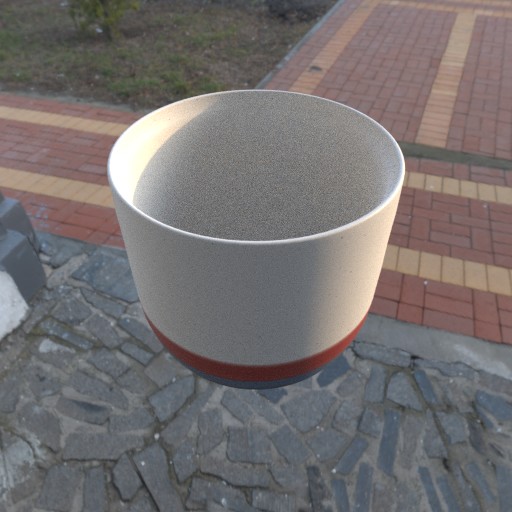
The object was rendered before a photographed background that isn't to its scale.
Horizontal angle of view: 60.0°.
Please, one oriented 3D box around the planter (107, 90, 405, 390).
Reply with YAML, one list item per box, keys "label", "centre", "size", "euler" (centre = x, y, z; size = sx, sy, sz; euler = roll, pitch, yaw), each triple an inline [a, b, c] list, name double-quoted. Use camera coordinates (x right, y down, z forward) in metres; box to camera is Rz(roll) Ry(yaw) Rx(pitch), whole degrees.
- label: "planter"
  centre: [0.000, 0.000, 0.498]
  size: [0.268, 0.270, 0.268]
  euler: [0, 43, 0]
